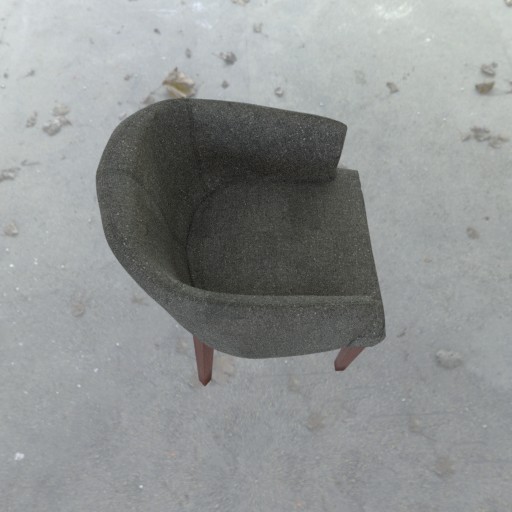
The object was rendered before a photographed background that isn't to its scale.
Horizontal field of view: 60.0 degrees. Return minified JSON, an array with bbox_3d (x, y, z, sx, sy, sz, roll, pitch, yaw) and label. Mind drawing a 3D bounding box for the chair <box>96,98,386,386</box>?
[{"bbox_3d":[0.000,0.000,1.258,0.655,0.811,0.583,-1,63,-1],"label":"chair"}]
